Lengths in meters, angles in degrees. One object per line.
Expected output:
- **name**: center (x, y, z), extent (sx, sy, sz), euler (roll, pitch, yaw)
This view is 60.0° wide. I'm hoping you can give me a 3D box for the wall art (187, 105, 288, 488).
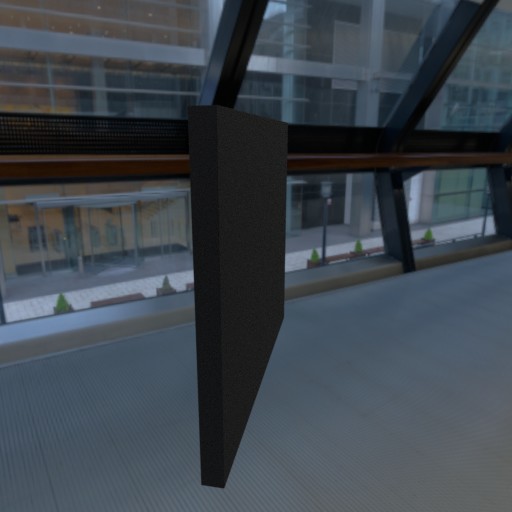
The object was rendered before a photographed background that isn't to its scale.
- **wall art**: center (0.000, 0.000, 0.765), extent (0.031, 0.457, 0.558), euler (3, 15, 11)
